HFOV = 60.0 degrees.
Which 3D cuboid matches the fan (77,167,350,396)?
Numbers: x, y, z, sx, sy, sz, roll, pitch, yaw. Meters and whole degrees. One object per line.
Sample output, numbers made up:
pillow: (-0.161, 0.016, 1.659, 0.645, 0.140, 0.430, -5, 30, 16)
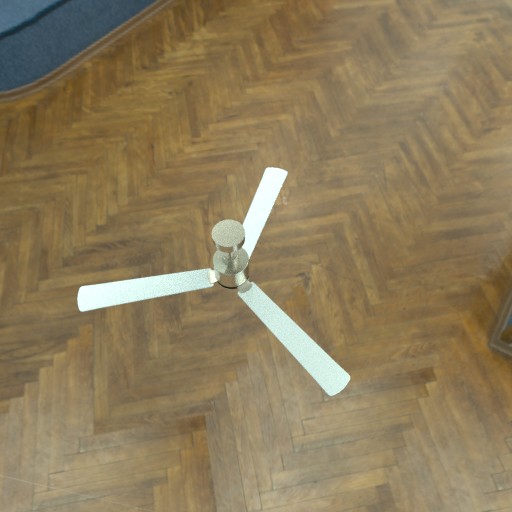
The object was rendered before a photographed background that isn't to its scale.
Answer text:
fan: (0.000, 0.000, 2.463, 1.531, 0.446, 1.561, 32, 63, 18)
